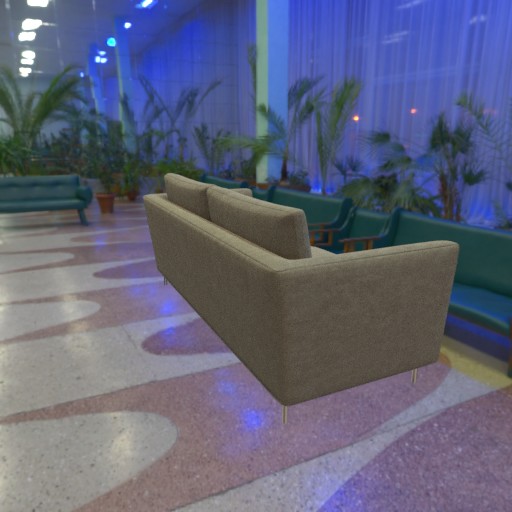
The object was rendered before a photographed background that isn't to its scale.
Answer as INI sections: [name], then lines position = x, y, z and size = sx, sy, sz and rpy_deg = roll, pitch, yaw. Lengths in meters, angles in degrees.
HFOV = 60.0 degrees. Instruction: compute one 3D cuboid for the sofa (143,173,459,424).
[sofa]
position = 0.000, 0.000, 2.635
size = 0.889, 0.864, 2.121
rpy_deg = -7, 17, -25
